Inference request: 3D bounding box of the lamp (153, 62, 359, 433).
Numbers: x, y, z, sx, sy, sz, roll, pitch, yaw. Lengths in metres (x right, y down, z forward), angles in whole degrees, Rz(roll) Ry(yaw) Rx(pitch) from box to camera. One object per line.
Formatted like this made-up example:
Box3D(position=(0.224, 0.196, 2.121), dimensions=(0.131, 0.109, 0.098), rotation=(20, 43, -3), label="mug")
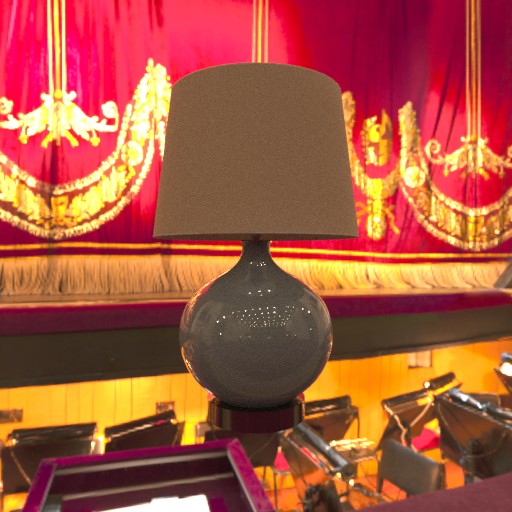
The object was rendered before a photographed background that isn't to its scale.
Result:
Box3D(position=(0.000, 0.000, 0.543), dimensions=(0.247, 0.387, 0.247), rotation=(0, 0, 0), label="lamp")
